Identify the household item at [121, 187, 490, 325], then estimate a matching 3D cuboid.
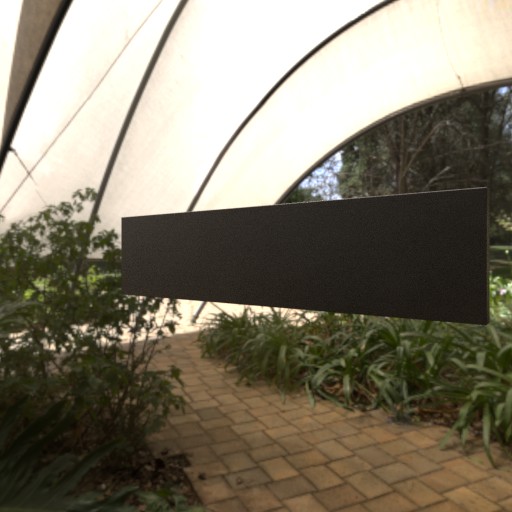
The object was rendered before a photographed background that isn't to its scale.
[{"bbox_3d":[0.000,0.000,1.066,1.001,0.236,0.030,0,0,37],"label":"household item"}]
